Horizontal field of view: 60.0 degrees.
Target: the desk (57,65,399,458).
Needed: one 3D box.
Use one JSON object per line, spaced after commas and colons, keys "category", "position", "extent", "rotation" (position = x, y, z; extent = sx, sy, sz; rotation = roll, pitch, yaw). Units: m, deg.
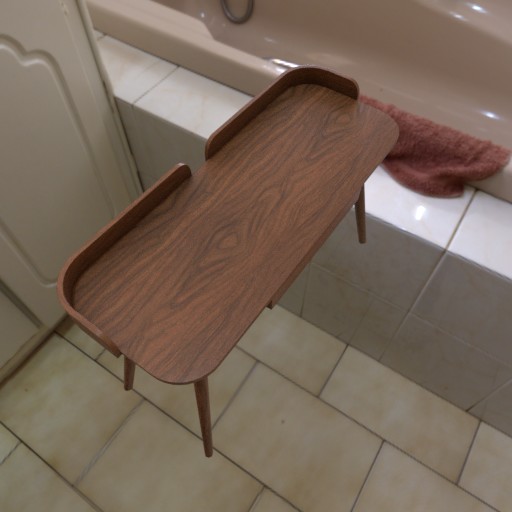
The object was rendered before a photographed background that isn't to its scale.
{"category": "desk", "position": [0.000, 0.000, 1.669], "extent": [0.486, 0.800, 1.256], "rotation": [31, 61, 19]}
